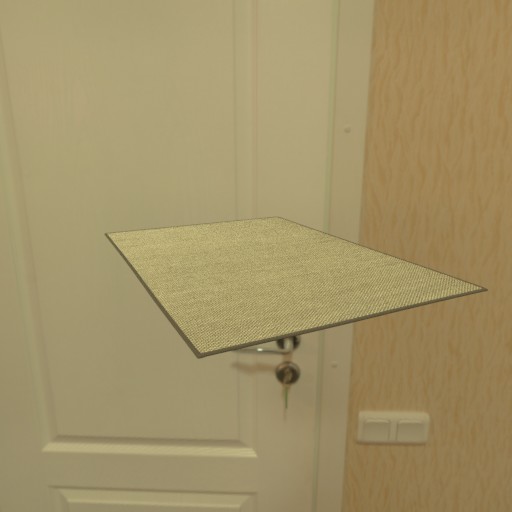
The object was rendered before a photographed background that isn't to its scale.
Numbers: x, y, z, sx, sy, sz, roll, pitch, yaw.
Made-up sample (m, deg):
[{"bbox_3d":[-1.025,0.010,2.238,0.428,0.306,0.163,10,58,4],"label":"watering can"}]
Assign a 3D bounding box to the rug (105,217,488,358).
[{"bbox_3d":[0.000,0.000,2.782,1.523,0.012,2.133,-8,18,-25],"label":"rug"}]
